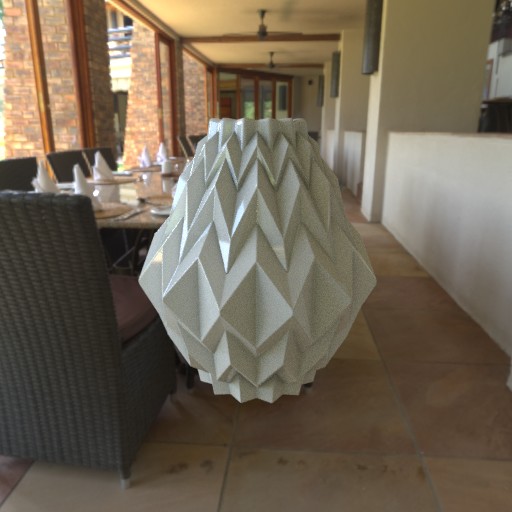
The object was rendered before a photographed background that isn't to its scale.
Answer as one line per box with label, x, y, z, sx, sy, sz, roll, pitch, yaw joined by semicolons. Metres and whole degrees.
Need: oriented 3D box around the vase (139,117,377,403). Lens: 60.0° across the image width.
vase;0.000;0.000;0.313;0.164;0.185;0.164;0;16;0
